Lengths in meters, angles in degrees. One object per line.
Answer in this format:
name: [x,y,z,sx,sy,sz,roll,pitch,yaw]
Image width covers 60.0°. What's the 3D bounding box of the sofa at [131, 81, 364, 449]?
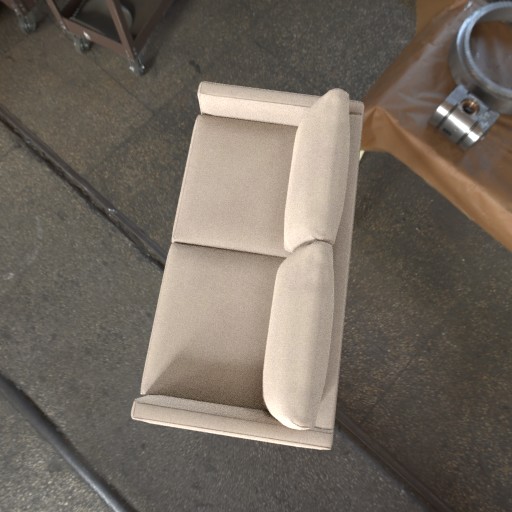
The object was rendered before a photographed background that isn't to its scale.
sofa: [0.000,0.000,2.237,0.875,0.840,1.682,8,75,2]
